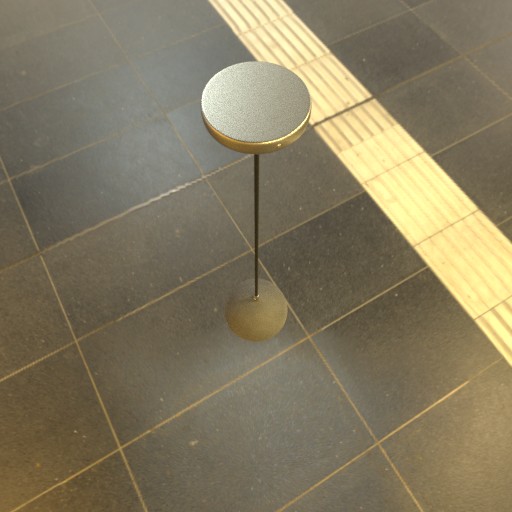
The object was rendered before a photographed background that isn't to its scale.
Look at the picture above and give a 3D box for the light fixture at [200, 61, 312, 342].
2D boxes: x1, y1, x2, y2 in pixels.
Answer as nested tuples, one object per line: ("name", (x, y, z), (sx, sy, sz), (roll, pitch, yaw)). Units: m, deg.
("light fixture", (0.000, 0.000, 0.813), (0.153, 0.760, 0.153), (37, 70, 16))
